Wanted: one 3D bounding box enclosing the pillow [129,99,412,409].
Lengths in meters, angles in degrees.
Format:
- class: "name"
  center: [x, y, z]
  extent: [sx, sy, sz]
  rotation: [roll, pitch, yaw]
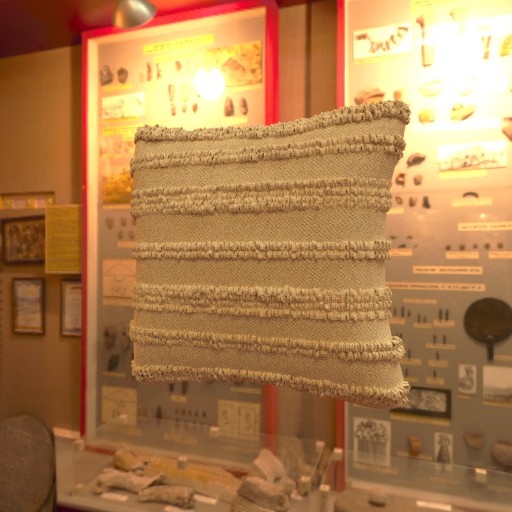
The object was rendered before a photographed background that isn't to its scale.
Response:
- class: "pillow"
  center: [0.000, 0.000, 0.660]
  extent: [0.437, 0.427, 0.145]
  rotation: [0, 0, 20]
